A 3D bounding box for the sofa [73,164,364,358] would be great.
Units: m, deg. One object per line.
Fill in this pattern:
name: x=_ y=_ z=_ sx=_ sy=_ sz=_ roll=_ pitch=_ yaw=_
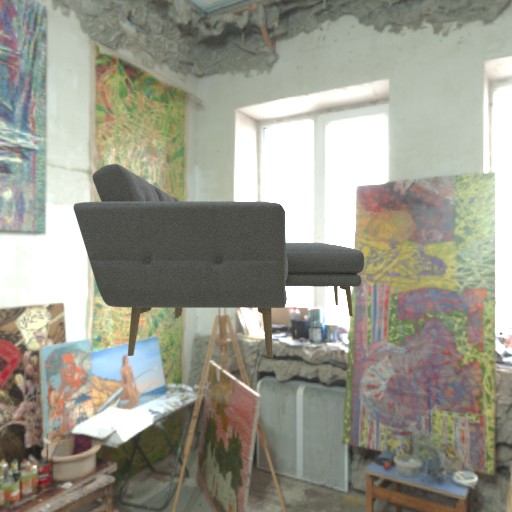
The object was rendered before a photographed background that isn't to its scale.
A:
sofa: x=0.000 y=0.000 z=2.849 sx=1.530 sy=0.860 sz=2.040 roll=0 pitch=0 yaw=1
